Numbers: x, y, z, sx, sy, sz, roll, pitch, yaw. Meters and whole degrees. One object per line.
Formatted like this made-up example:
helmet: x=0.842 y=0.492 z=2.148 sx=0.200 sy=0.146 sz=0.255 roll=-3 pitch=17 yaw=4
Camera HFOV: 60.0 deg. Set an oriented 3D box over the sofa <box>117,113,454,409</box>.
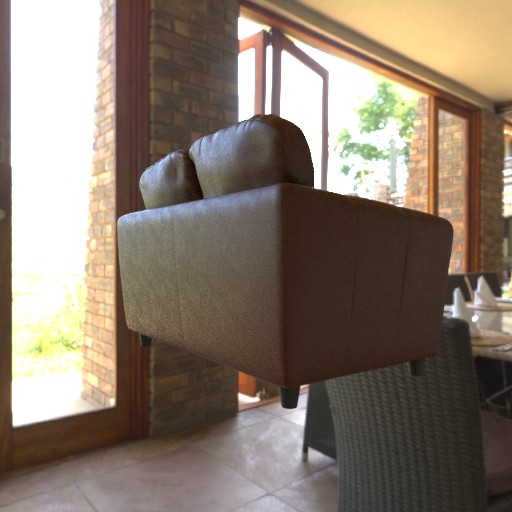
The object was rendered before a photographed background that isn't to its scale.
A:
sofa: x=0.000 y=0.000 z=1.956 sx=0.805 sy=0.906 sz=1.406 roll=0 pitch=0 yaw=-36
